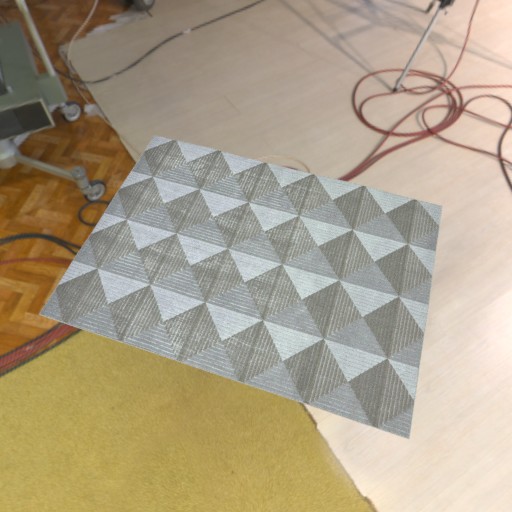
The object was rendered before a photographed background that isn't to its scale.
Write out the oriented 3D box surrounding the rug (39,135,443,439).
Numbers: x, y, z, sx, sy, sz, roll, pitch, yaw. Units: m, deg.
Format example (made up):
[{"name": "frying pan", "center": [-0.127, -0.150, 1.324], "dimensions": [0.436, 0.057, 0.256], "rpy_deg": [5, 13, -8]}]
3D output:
[{"name": "rug", "center": [0.000, 0.000, 4.335], "dimensions": [3.333, 0.027, 2.428], "rpy_deg": [16, 60, 10]}]
